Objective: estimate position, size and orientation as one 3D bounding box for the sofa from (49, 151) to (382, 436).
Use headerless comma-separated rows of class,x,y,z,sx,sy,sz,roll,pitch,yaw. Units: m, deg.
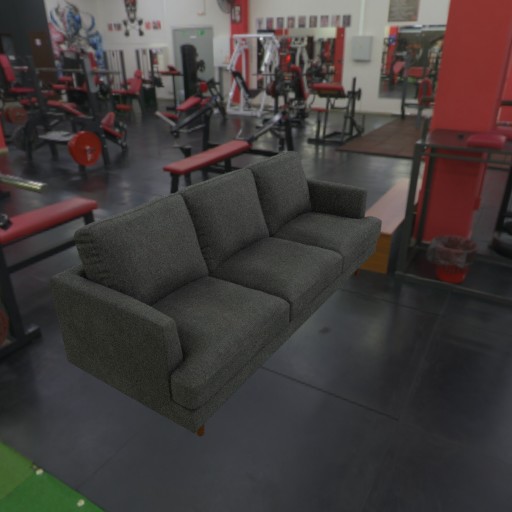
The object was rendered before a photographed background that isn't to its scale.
sofa,0.000,0.000,2.799,0.903,0.930,2.246,16,30,30
